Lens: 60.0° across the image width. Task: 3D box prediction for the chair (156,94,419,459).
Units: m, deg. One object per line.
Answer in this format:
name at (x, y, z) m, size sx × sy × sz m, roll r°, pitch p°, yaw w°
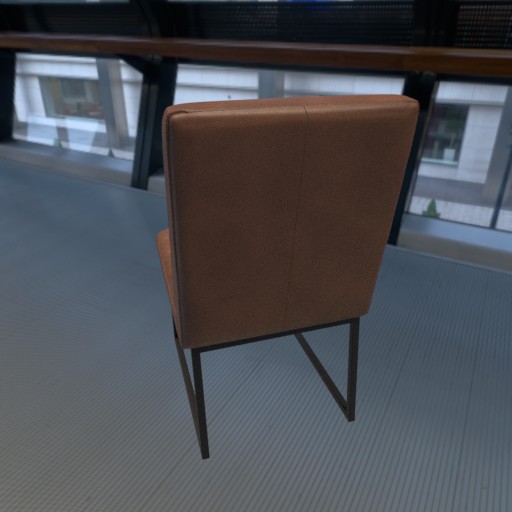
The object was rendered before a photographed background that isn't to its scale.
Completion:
chair at (0.000, 0.000, 1.277) m, size 0.520 × 0.930 × 0.634 m, roll -8°, pitch 28°, yaw -15°
